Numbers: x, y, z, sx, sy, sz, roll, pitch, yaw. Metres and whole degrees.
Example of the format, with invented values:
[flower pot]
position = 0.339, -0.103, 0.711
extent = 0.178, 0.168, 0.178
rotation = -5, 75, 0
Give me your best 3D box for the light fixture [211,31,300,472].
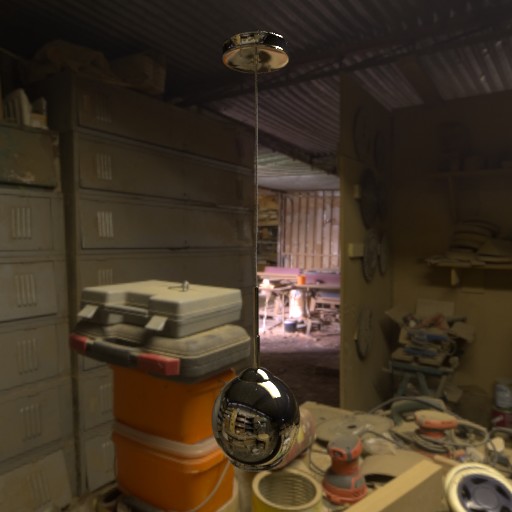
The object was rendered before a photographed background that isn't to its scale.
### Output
[light fixture]
position = 0.000, 0.000, 1.660
extent = 0.336, 1.538, 0.336
rotation = 1, 2, 35
